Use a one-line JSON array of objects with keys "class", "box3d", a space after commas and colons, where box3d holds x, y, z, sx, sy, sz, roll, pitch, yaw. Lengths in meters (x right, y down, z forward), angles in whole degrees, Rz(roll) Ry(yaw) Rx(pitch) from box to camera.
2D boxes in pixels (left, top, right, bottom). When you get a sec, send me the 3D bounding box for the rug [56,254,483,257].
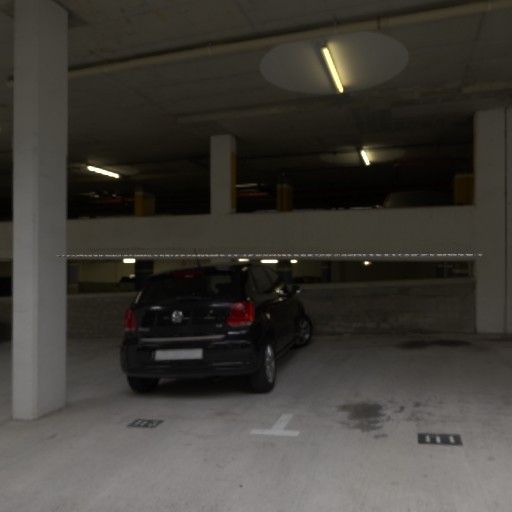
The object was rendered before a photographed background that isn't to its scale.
[{"class": "rug", "box3d": [0.000, 0.000, 2.577, 2.277, 0.008, 0.676, 0, 0, 18]}]
